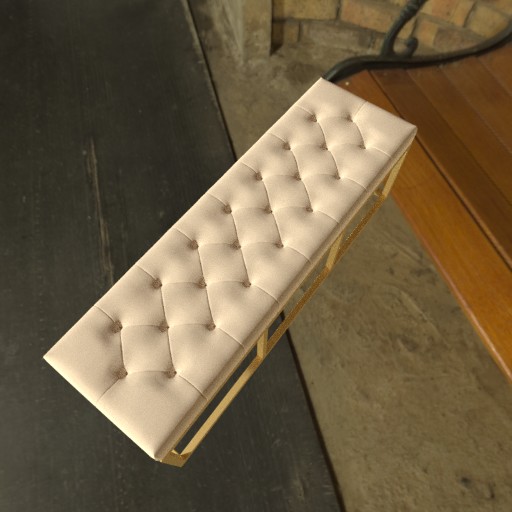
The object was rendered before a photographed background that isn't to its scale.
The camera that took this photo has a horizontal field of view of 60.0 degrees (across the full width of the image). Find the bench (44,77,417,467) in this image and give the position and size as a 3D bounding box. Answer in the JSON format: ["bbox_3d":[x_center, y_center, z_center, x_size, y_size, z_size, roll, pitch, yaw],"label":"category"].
[{"bbox_3d":[0.000,0.000,1.695,0.457,0.484,1.473,34,68,16],"label":"bench"}]
